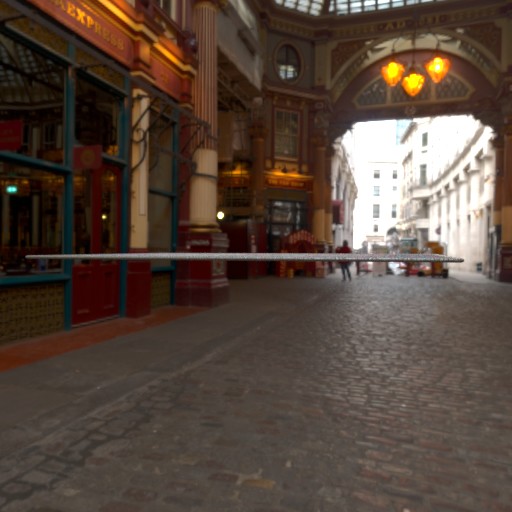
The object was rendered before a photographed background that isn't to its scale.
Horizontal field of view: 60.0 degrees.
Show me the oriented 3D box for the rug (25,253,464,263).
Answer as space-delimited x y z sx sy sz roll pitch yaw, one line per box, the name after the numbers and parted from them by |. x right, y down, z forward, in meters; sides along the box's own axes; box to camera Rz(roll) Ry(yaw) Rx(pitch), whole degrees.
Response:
0.000 0.000 2.198 1.748 0.014 1.144 0 1 18 | rug
